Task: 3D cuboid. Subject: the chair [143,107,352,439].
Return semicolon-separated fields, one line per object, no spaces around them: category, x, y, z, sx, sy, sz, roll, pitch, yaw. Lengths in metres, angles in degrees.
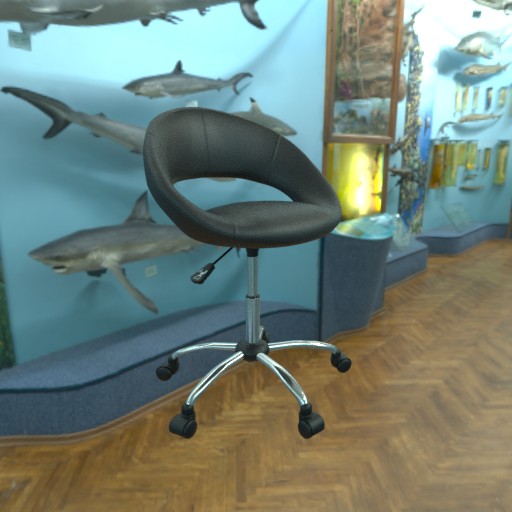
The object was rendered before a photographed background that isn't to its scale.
chair;0.000;0.000;1.193;0.538;0.791;0.612;13;18;43
